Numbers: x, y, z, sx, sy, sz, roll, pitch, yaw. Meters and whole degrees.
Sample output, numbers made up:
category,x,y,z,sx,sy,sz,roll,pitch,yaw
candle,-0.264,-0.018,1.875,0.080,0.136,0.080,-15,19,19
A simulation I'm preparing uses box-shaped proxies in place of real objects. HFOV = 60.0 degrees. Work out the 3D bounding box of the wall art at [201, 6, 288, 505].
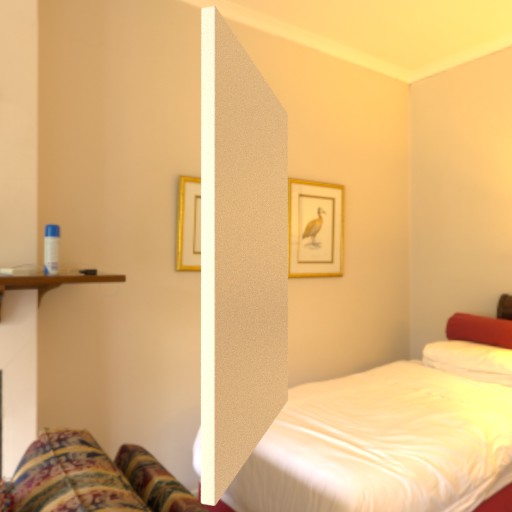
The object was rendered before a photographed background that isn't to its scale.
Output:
category,x,y,z,sx,sy,sz,roll,pitch,yaw
wall art,0.000,0.000,1.438,0.038,1.183,0.808,0,0,16
